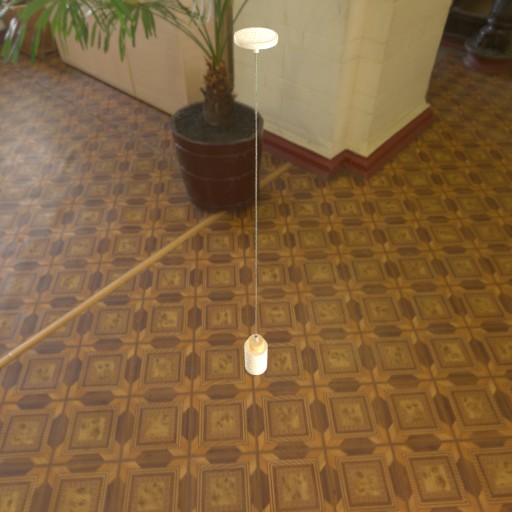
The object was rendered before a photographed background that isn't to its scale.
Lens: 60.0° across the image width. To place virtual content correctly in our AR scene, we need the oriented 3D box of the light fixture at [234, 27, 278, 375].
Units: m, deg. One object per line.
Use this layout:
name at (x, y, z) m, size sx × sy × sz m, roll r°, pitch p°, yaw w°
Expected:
light fixture at (0.000, 0.000, 1.902) m, size 0.125 × 1.798 × 0.125 m, roll -3°, pitch 46°, yaw -3°
